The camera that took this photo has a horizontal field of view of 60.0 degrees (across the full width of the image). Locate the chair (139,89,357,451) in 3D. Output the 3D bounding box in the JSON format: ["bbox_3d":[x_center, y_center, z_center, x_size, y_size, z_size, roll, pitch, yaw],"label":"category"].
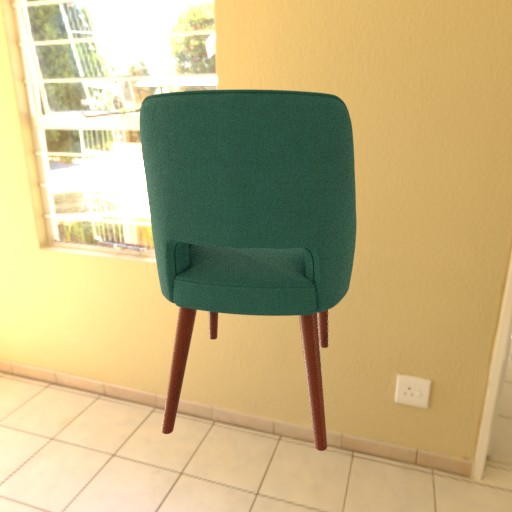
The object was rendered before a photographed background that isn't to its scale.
[{"bbox_3d":[0.000,0.000,1.249,0.548,0.849,0.605,3,18,8],"label":"chair"}]
